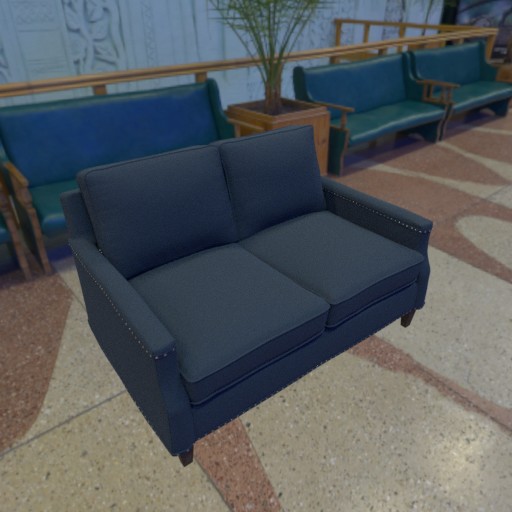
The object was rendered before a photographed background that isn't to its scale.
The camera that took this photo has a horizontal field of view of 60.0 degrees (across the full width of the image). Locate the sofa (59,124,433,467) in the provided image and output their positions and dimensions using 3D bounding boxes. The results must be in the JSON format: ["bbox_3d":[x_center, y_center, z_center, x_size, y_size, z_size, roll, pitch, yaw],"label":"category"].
[{"bbox_3d":[0.000,0.000,2.260,1.597,1.003,1.084,-21,37,-31],"label":"sofa"}]
